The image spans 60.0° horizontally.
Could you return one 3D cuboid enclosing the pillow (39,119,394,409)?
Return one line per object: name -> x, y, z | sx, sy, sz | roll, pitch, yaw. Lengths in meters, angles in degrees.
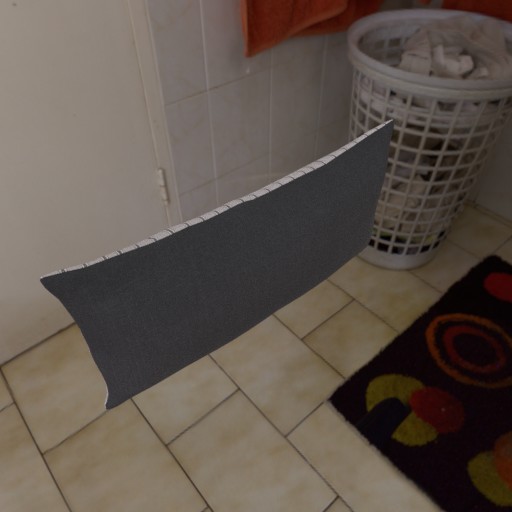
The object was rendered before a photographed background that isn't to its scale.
pillow -> 0.000, 0.000, 0.727 | 0.609, 0.305, 0.151 | -29, 52, -26
